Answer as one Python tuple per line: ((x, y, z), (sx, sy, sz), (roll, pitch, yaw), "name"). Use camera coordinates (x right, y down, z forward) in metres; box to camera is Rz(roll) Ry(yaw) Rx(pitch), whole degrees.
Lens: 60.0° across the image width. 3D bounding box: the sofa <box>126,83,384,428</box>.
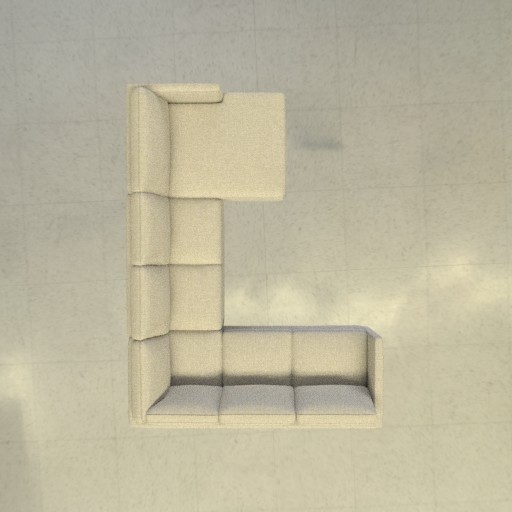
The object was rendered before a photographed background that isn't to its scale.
((0.000, 0.000, 4.572), (2.551, 0.889, 3.403), (0, 91, 0), "sofa")
